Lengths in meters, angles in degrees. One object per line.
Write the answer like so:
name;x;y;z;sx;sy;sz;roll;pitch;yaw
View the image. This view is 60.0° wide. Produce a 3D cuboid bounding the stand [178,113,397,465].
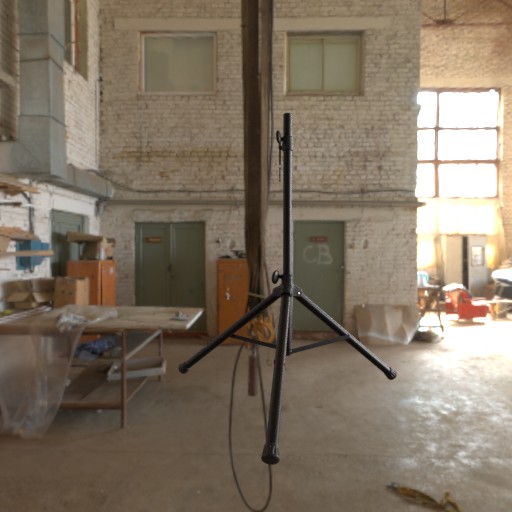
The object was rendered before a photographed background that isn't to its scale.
stand;0.000;0.000;1.866;0.907;1.136;1.045;1;1;37
